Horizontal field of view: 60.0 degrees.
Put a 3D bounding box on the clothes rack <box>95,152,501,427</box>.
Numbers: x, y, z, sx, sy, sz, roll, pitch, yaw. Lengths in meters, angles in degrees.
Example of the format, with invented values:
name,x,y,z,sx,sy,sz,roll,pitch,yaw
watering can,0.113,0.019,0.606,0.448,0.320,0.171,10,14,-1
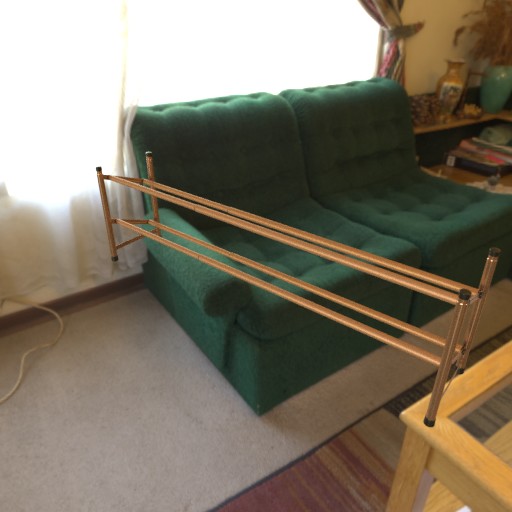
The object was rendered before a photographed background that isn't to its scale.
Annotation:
name,x,y,z,sx,sy,sz,roll,pitch,yaw
clothes rack,0.000,0.000,1.272,1.168,0.349,0.229,22,36,33
